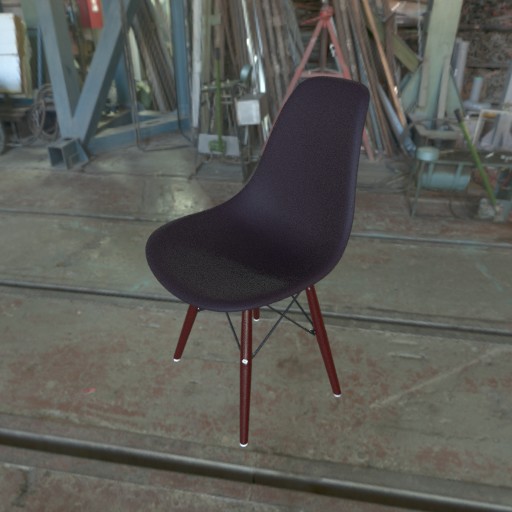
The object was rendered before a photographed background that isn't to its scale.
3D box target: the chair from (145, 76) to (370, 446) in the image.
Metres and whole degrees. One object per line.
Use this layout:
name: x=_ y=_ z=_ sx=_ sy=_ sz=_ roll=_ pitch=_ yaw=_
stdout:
chair: x=0.000 y=0.000 z=1.160 sx=0.533 sy=0.826 sz=0.470 roll=-20 pitch=36 yaw=-30
